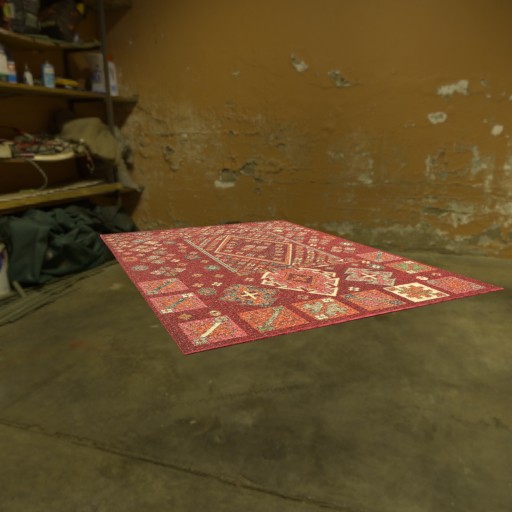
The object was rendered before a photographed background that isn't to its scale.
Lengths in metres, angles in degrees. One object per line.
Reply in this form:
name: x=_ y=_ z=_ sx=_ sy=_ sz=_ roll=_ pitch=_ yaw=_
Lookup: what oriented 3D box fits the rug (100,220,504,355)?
rug: x=0.000 y=0.000 z=2.738 sx=1.579 sy=0.007 sz=2.184 roll=-7 pitch=16 yaw=-25
